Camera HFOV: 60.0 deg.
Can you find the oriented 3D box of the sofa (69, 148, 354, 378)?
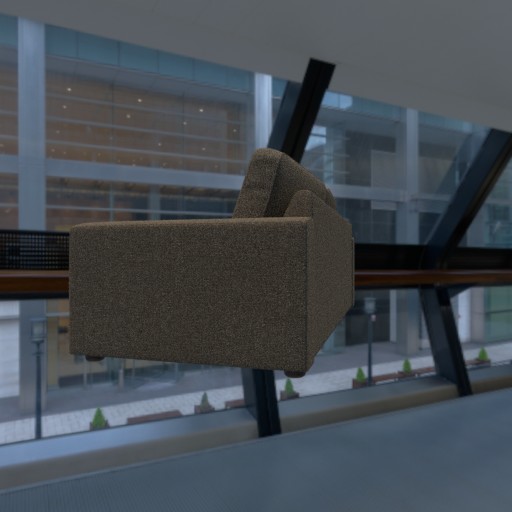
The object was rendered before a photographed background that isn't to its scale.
[{"bbox_3d":[0.000,0.000,2.693,1.016,0.873,2.179,0,0,17],"label":"sofa"}]
